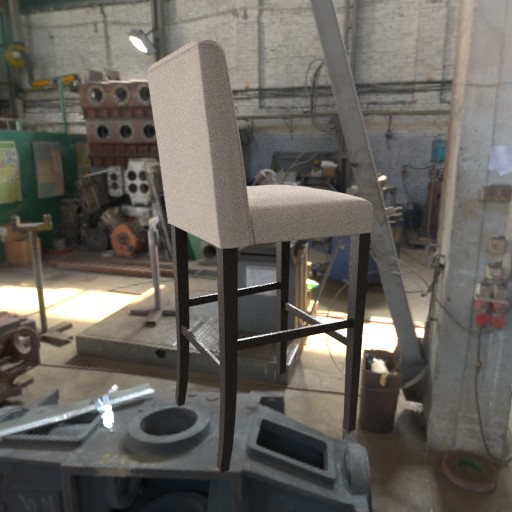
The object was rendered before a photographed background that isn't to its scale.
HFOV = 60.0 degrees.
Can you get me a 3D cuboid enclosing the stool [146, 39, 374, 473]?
[{"bbox_3d":[0.000,0.000,1.367,0.509,1.116,0.474,-7,16,-27],"label":"stool"}]
